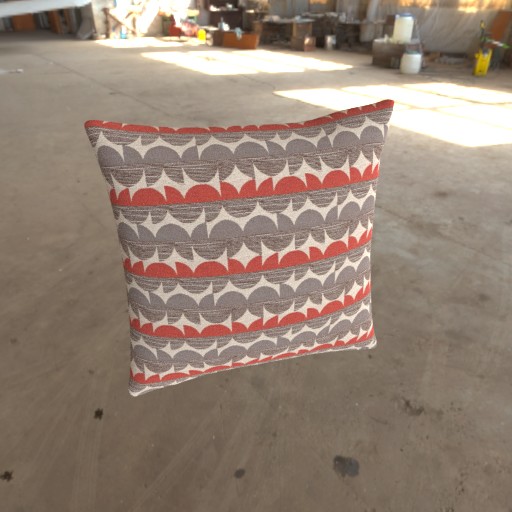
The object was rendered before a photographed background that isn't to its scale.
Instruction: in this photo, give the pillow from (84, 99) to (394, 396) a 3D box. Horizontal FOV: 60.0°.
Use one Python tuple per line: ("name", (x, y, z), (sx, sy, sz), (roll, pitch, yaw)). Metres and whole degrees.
("pillow", (0.000, 0.000, 0.650), (0.420, 0.410, 0.180), (-9, 32, -14))
